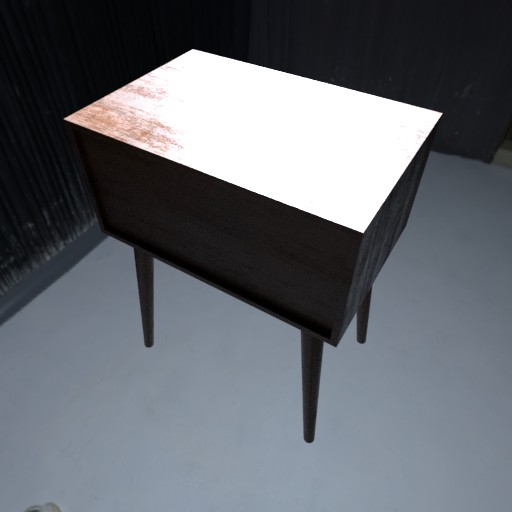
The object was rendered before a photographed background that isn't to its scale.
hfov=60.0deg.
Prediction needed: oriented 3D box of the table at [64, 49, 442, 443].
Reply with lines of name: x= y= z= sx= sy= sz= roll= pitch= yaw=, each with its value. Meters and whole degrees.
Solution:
table: x=0.000 y=0.000 z=0.846 sx=0.454 sy=0.580 sz=0.307 roll=24 pitch=50 yaw=22
